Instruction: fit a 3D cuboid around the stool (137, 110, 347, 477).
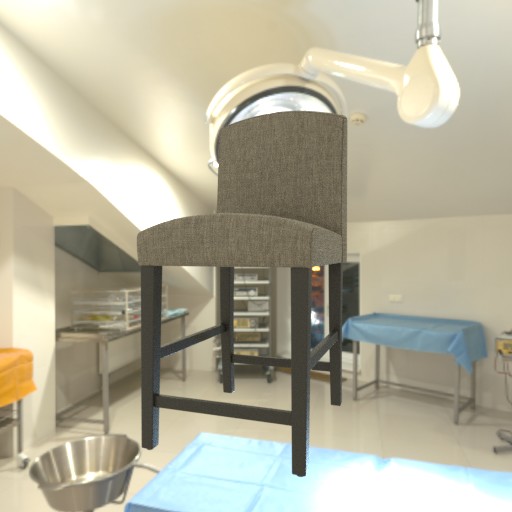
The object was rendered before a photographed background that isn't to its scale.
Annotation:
[{"bbox_3d":[0.000,0.000,1.269,0.451,0.966,0.552,0,1,20],"label":"stool"}]
